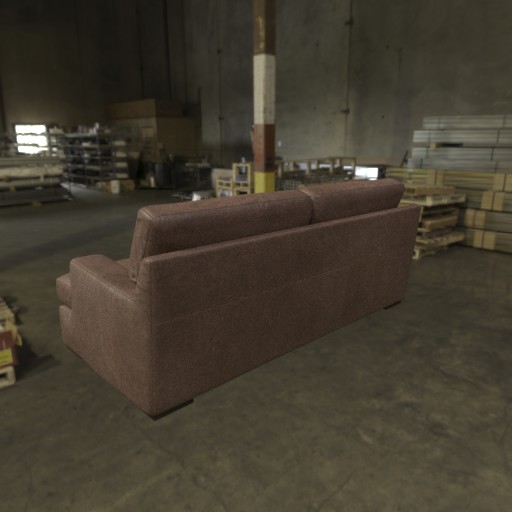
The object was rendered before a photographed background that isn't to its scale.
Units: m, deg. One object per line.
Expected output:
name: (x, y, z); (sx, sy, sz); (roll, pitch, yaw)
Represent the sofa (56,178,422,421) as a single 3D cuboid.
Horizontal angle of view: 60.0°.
sofa: (0.000, 0.000, 2.876); (2.261, 0.941, 1.143); (-13, 20, -42)
